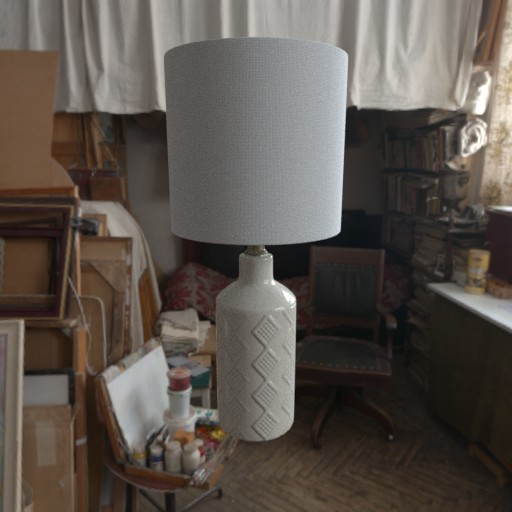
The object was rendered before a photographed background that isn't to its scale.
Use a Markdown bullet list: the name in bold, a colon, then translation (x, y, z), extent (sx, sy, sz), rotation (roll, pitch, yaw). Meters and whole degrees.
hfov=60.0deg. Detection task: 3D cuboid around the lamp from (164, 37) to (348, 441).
- **lamp**: translation (0.000, 0.000, 0.559), extent (0.207, 0.461, 0.207), rotation (12, 18, 42)
